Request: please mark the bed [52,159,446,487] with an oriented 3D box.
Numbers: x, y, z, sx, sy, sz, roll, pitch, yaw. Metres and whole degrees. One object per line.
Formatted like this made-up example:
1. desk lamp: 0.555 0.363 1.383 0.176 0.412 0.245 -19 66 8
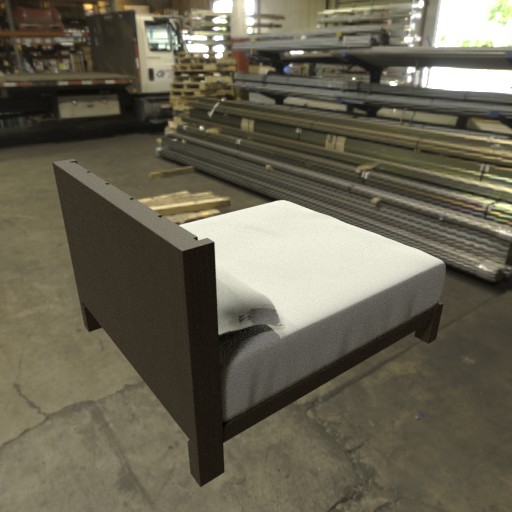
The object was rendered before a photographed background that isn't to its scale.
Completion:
1. bed: 0.000 0.000 3.047 1.992 1.261 1.735 -18 31 -33
